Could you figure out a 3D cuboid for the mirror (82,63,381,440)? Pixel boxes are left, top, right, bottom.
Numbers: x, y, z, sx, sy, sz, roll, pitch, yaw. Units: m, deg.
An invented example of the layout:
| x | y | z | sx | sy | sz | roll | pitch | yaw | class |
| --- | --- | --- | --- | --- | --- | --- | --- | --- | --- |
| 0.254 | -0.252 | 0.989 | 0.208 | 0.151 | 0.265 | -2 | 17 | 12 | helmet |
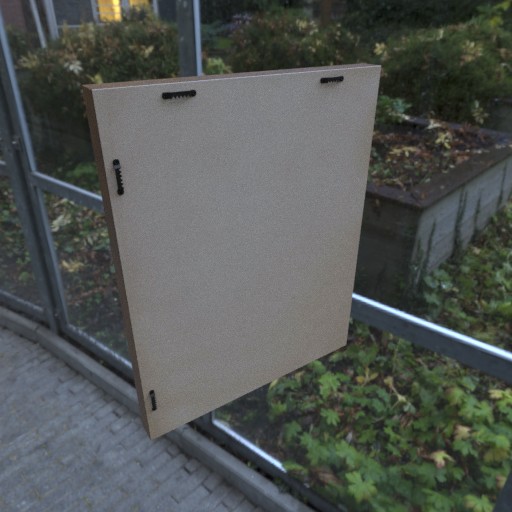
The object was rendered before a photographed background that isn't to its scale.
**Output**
| x | y | z | sx | sy | sz | roll | pitch | yaw | class |
| --- | --- | --- | --- | --- | --- | --- | --- | --- | --- |
| 0.000 | 0.000 | 0.664 | 0.405 | 0.508 | 0.041 | -18 | 33 | -29 | mirror |
